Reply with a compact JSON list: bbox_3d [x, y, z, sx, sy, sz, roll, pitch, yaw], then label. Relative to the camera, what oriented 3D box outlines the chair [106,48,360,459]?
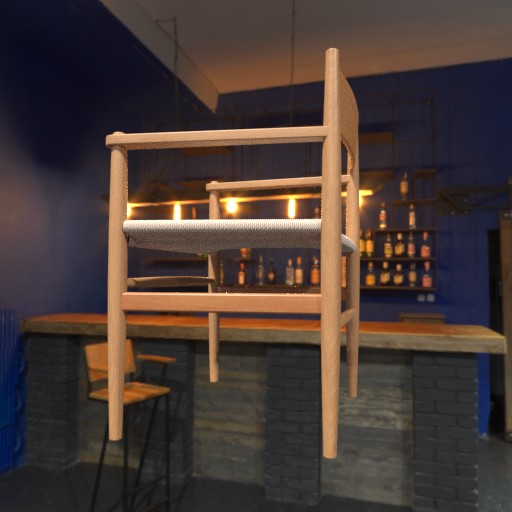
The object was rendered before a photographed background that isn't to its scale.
[{"bbox_3d":[0.000,0.000,1.098,0.495,0.762,0.556,-1,-3,18],"label":"chair"}]
